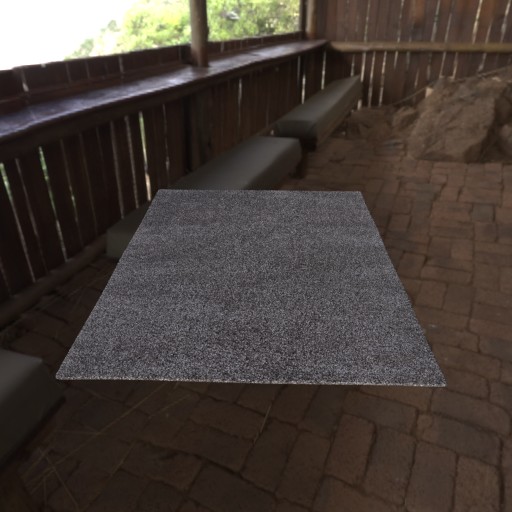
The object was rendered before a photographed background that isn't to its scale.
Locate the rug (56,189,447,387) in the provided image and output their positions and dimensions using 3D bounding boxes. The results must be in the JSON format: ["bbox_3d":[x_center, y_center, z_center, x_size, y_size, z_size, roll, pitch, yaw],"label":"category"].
[{"bbox_3d":[0.000,0.000,3.993,2.401,0.025,3.000,1,31,1],"label":"rug"}]
